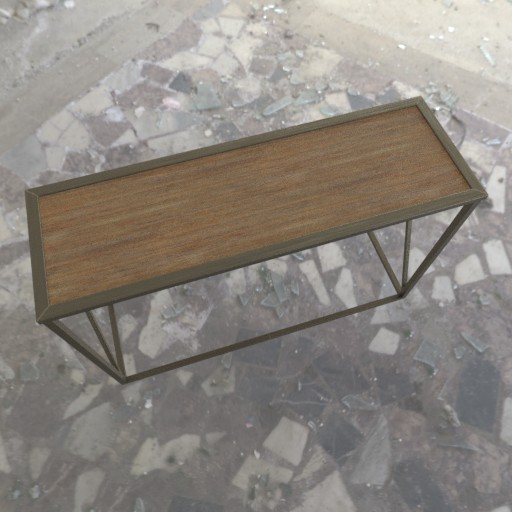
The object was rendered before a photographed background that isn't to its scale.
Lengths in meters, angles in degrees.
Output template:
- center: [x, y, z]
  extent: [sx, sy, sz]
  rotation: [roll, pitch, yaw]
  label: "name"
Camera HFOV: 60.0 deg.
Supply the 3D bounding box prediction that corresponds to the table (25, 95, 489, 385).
- center: [0.000, 0.000, 1.553]
  extent: [1.216, 0.753, 0.402]
  rotation: [-16, 63, -8]
  label: "table"
